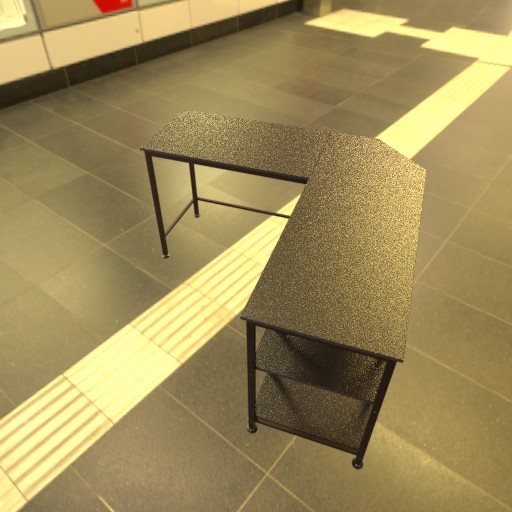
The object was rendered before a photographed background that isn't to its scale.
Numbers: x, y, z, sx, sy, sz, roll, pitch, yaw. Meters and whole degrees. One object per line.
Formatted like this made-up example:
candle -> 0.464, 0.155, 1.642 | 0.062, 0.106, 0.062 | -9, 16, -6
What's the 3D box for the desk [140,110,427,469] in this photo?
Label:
desk -> 0.000, 0.000, 2.171 | 1.379, 0.739, 1.379 | 13, 43, 15
